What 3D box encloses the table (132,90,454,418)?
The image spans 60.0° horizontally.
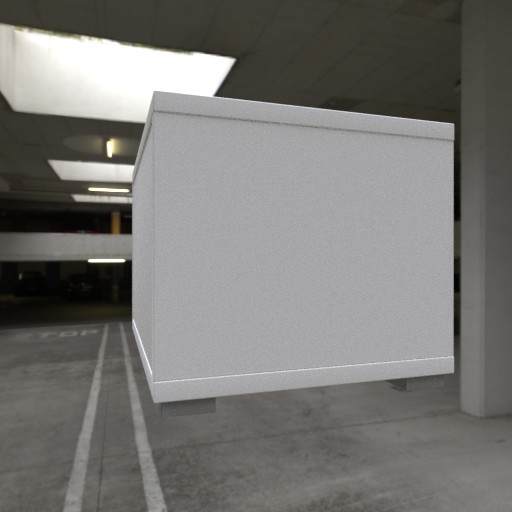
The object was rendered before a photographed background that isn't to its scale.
[{"bbox_3d":[0.000,0.000,0.783,0.399,0.357,0.517,0,0,-18],"label":"table"}]
